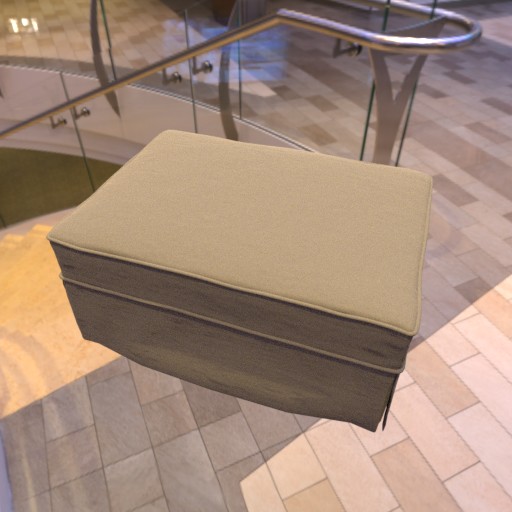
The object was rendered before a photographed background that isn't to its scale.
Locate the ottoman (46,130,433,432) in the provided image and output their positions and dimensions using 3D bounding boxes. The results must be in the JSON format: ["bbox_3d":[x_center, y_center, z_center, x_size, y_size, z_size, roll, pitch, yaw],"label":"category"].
[{"bbox_3d":[0.000,0.000,1.333,0.944,0.479,0.703,13,43,15],"label":"ottoman"}]
